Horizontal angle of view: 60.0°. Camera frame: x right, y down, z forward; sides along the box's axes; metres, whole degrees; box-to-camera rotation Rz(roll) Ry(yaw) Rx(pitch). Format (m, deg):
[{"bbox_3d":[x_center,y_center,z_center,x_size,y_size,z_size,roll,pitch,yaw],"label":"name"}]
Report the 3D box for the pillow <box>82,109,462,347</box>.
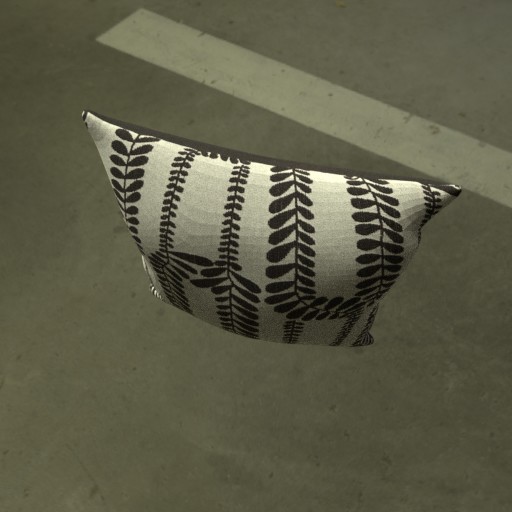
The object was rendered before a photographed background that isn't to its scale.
[{"bbox_3d":[0.000,0.000,0.661,0.440,0.441,0.182,13,58,8],"label":"pillow"}]
